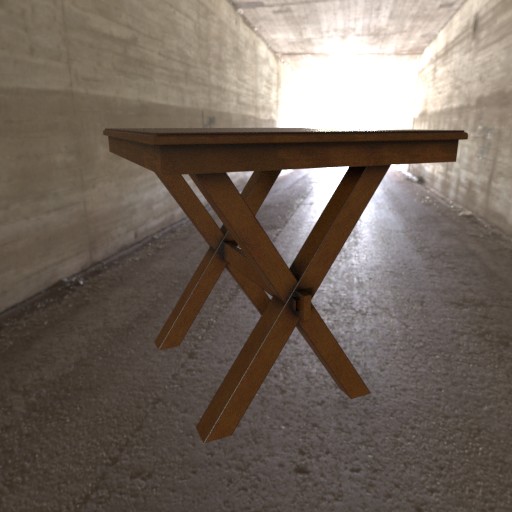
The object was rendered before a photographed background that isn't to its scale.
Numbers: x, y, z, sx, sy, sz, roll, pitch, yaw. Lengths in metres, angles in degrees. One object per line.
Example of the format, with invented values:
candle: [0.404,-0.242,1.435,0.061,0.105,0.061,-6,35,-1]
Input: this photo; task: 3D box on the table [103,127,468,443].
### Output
table: [0.000,0.000,1.022,0.560,0.562,0.602,-7,18,-23]
